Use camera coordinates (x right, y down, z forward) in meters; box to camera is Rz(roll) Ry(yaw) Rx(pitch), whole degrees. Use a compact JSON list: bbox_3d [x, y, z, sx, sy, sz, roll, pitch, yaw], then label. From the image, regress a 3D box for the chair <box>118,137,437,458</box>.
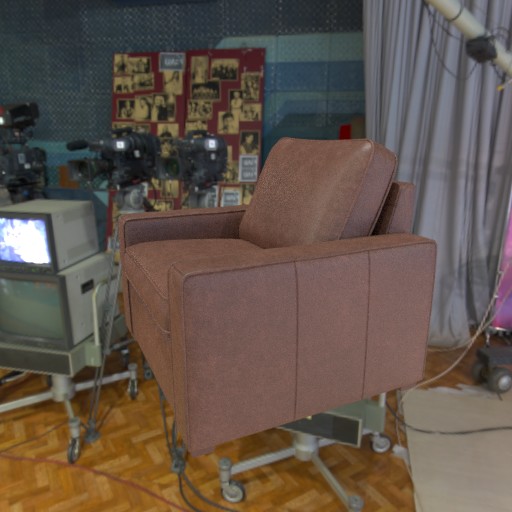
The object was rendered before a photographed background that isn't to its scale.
[{"bbox_3d":[0.000,0.000,1.784,0.940,0.919,1.017,-7,17,-25],"label":"chair"}]
